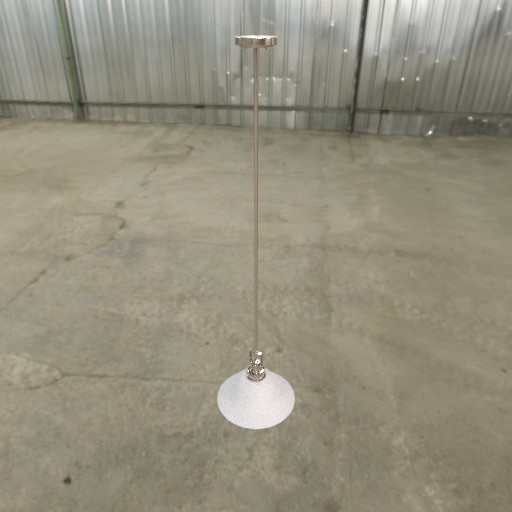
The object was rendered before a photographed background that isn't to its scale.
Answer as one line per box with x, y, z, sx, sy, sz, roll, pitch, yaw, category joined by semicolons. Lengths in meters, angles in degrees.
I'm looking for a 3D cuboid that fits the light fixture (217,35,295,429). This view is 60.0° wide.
0.000;0.000;1.524;0.324;1.354;0.324;19;35;31;light fixture
